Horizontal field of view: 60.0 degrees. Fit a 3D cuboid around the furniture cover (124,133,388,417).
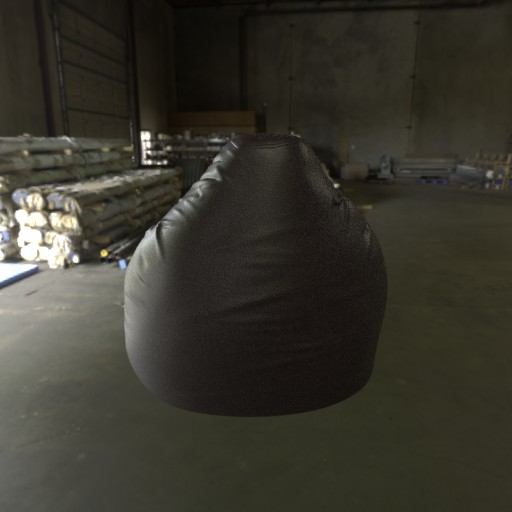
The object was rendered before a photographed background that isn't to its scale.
[{"bbox_3d":[0.000,0.000,1.877,1.070,0.990,1.070,-2,15,-8],"label":"furniture cover"}]
